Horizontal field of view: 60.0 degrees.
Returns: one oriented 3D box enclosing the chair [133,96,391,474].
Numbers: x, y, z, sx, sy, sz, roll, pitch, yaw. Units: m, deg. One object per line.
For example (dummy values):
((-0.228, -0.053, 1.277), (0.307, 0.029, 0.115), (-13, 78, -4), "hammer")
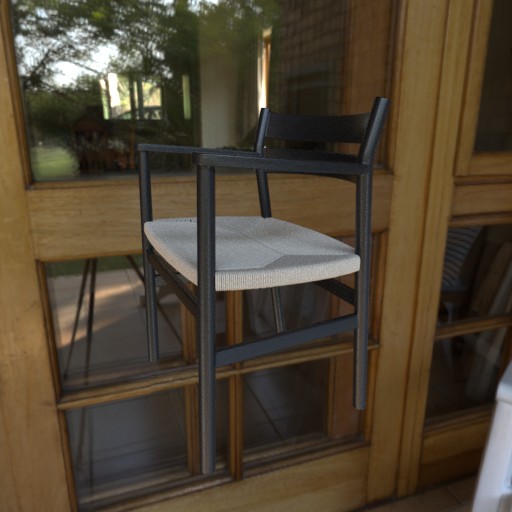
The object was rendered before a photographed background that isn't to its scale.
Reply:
((0.000, 0.000, 1.176), (0.508, 0.775, 0.630), (-7, 18, -24), "chair")
